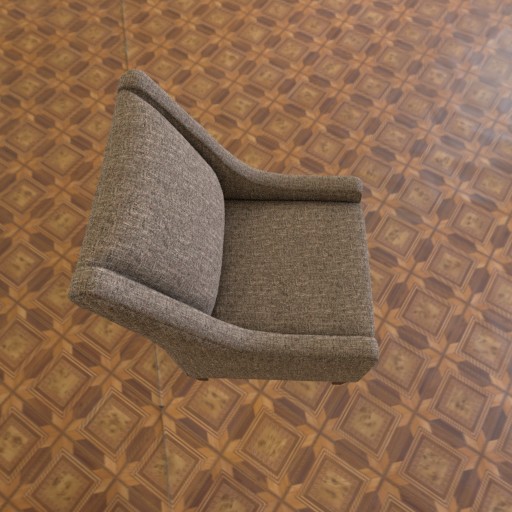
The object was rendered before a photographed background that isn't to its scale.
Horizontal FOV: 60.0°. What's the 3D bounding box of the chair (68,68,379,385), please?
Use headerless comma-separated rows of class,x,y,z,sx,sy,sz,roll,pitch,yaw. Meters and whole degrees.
chair,0.000,0.000,1.615,0.870,1.014,0.774,2,63,1
